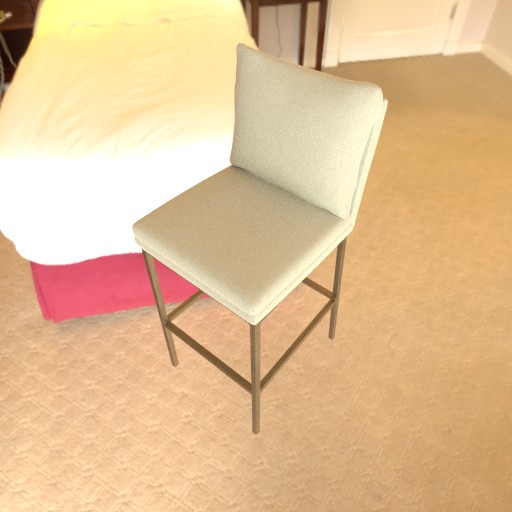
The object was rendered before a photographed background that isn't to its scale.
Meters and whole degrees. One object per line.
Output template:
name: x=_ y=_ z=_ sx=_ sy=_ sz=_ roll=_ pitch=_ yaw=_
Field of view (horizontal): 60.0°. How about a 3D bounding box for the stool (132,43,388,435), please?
stool: x=0.000 y=0.000 z=1.434 sx=0.463 sy=1.125 sz=0.572 roll=31 pitch=53 yaw=26
